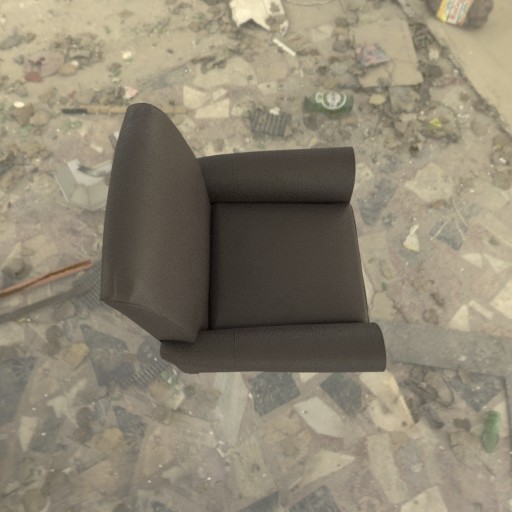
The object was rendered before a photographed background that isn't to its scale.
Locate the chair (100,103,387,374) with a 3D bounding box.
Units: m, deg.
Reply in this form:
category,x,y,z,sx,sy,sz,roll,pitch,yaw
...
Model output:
category,x,y,z,sx,sy,sz,roll,pitch,yaw
chair,0.000,0.000,1.803,0.902,1.061,0.978,-1,63,-1
